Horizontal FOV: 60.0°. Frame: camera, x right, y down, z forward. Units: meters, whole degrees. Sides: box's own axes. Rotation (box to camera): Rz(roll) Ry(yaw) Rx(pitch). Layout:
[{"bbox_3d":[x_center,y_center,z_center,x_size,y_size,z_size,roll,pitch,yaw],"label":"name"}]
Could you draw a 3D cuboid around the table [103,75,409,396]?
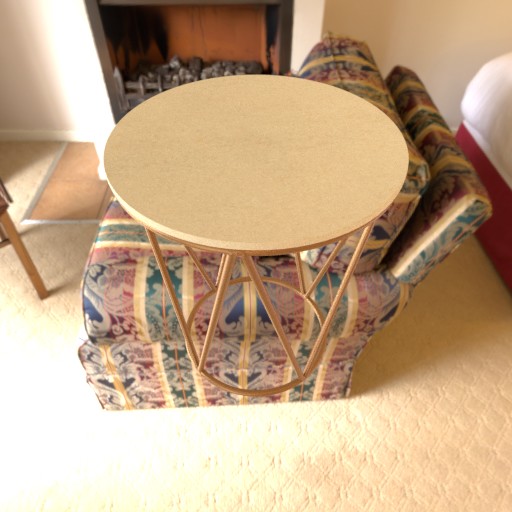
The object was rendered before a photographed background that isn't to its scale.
[{"bbox_3d":[0.000,0.000,0.946,0.500,0.564,0.500,0,46,0],"label":"table"}]
